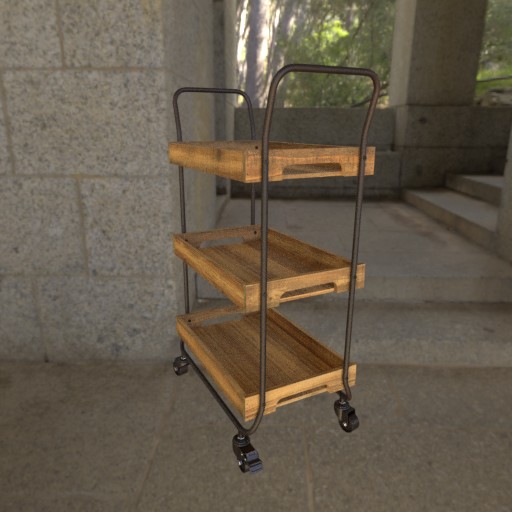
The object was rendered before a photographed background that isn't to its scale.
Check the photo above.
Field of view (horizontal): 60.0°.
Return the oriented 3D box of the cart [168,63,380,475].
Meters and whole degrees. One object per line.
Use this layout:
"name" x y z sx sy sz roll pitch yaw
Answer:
"cart" 0.000 0.000 1.154 0.339 0.857 0.583 -8 19 -26
